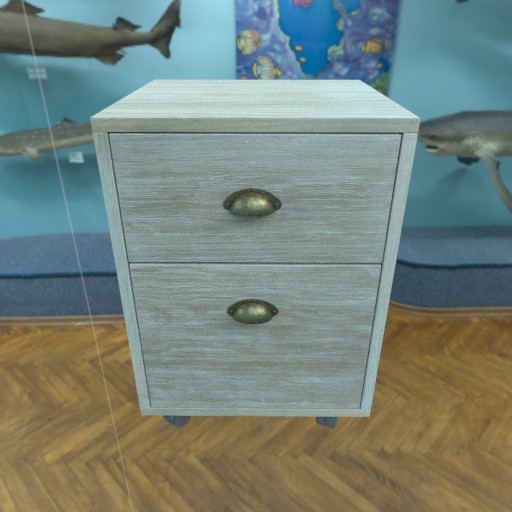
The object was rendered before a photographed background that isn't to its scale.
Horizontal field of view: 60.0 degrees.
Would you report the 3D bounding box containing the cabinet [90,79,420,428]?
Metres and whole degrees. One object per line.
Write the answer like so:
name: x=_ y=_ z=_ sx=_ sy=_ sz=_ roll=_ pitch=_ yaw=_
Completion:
cabinet: x=0.000 y=0.000 z=0.841 sx=0.409 sy=0.579 sz=0.401 roll=0 pitch=28 yaw=0
